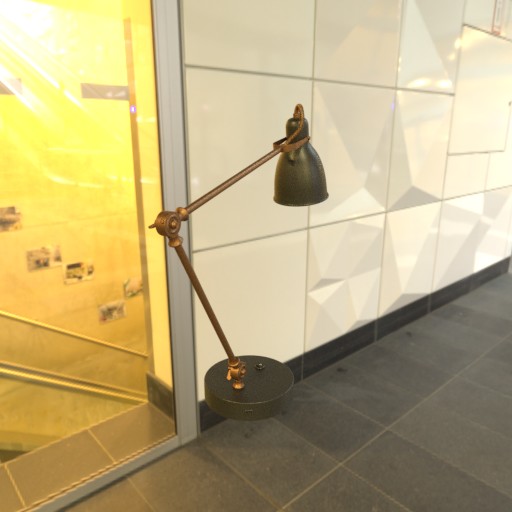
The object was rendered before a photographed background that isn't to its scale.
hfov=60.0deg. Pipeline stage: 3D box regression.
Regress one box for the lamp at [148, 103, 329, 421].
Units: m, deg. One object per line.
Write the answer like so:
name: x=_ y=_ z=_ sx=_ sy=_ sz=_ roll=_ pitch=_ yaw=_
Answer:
lamp: x=0.000 y=0.000 z=0.879 sx=0.187 sy=0.587 sz=0.561 roll=9 pitch=18 yaw=28
